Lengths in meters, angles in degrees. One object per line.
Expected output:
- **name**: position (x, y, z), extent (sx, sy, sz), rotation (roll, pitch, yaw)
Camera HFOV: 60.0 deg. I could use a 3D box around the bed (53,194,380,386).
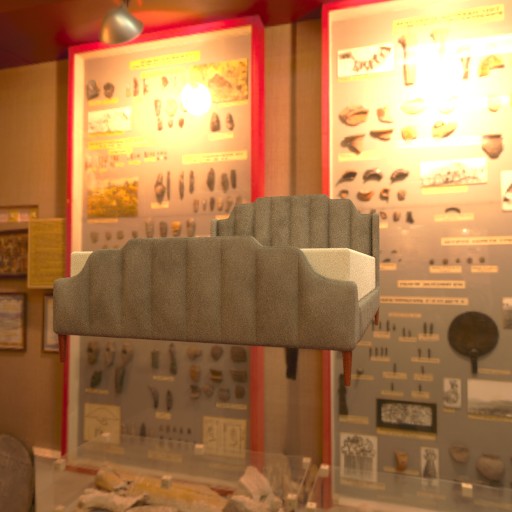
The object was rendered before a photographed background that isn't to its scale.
- **bed**: position (0.000, 0.000, 3.317), extent (1.676, 1.245, 2.340), rotation (0, -2, 18)
